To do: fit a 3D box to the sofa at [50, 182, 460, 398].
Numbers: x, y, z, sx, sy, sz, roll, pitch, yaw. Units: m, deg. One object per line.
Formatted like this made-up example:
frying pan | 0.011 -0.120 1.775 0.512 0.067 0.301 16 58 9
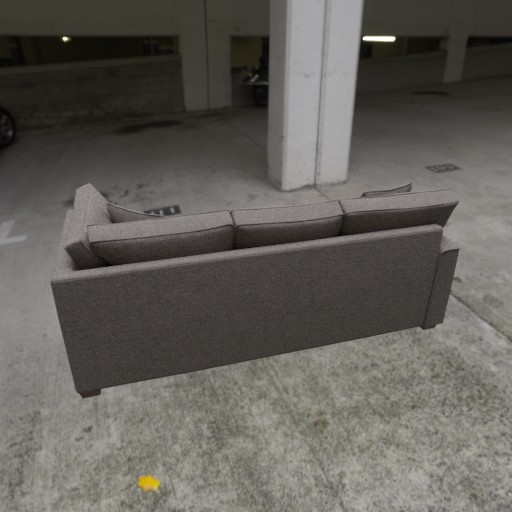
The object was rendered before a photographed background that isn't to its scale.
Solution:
sofa | 0.000 0.000 2.917 2.317 0.962 1.061 -8 28 -15
